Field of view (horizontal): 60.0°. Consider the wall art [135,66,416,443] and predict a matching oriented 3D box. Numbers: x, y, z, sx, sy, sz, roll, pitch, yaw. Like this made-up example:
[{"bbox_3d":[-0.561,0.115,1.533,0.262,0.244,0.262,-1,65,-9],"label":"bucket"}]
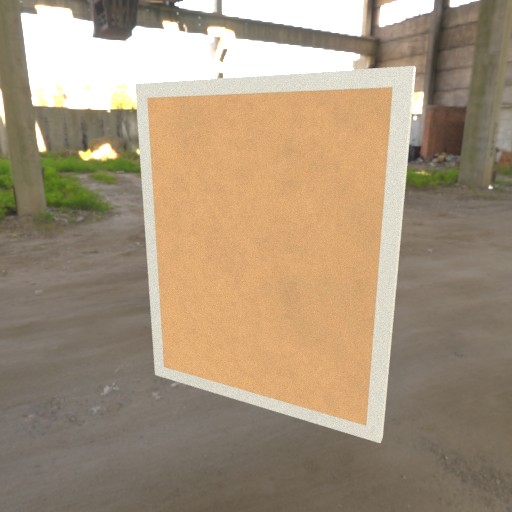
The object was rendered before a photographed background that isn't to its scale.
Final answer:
[{"bbox_3d":[0.000,0.000,1.075,0.661,0.811,0.026,8,17,26],"label":"wall art"}]
